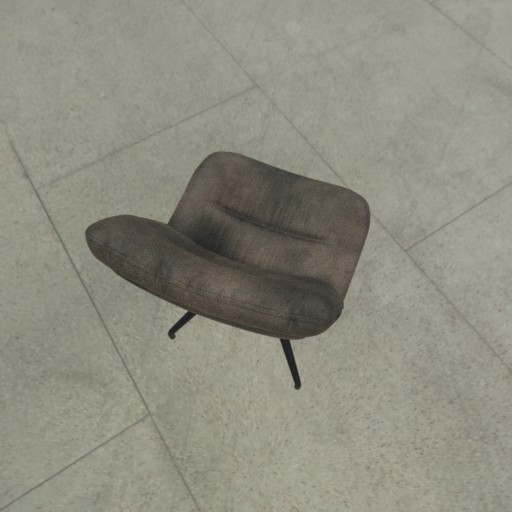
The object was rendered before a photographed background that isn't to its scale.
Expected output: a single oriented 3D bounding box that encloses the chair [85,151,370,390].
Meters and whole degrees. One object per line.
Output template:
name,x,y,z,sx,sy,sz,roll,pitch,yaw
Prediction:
chair,0.000,0.000,1.261,0.549,0.870,0.622,20,66,9
